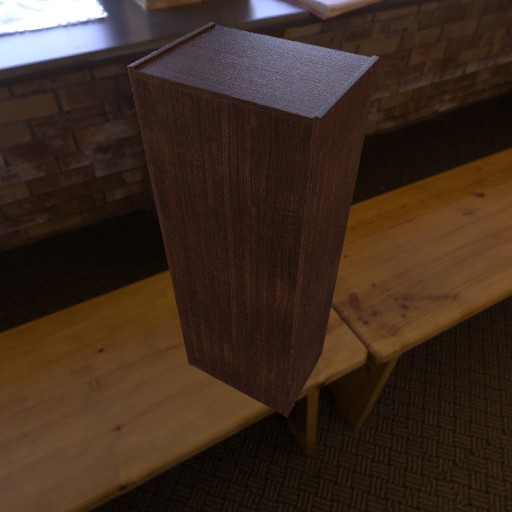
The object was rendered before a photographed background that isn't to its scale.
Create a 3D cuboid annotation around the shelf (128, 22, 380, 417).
[{"bbox_3d":[0.000,0.000,1.270,0.415,1.099,0.290,22,50,21],"label":"shelf"}]
